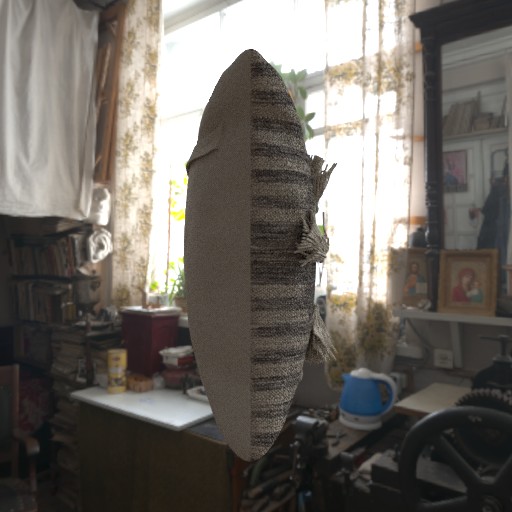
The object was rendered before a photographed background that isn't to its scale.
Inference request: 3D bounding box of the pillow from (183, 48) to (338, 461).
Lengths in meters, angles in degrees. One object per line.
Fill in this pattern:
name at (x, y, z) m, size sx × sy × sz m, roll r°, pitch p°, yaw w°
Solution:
pillow at (0.000, 0.000, 0.755) m, size 0.234 × 0.490 × 0.484 m, roll 0°, pitch 0°, yaw -1°
